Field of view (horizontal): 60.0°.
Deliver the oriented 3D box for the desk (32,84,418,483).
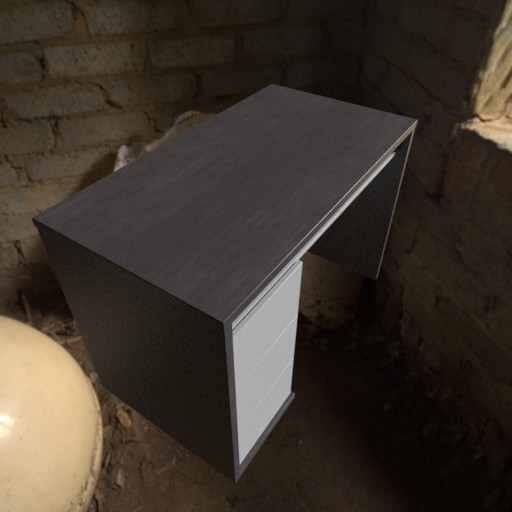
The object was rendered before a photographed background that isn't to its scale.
[{"bbox_3d":[0.000,0.000,1.560,0.600,0.750,1.100,24,47,25],"label":"desk"}]
